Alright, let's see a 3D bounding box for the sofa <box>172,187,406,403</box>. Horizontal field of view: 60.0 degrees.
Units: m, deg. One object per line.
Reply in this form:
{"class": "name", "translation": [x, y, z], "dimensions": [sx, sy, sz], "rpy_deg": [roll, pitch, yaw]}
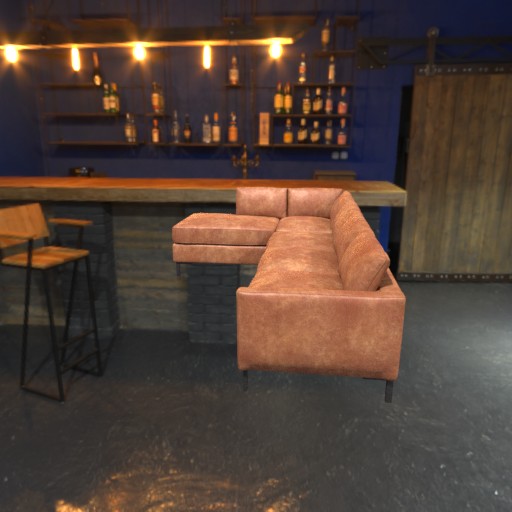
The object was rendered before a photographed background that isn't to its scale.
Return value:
{"class": "sofa", "translation": [0.000, 0.000, 3.872], "dimensions": [1.938, 0.877, 2.984], "rpy_deg": [2, 16, 7]}
